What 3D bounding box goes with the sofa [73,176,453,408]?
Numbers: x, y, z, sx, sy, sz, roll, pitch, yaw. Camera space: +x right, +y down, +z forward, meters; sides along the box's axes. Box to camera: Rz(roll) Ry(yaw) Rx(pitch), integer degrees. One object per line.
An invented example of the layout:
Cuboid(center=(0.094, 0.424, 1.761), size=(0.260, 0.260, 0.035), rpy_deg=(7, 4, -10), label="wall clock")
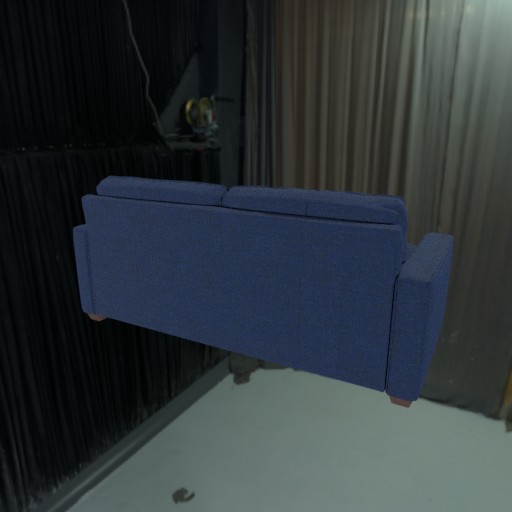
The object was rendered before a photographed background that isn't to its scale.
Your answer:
Cuboid(center=(0.000, 0.000, 2.621), size=(2.080, 0.919, 0.940), rpy_deg=(9, 19, 27), label="sofa")
